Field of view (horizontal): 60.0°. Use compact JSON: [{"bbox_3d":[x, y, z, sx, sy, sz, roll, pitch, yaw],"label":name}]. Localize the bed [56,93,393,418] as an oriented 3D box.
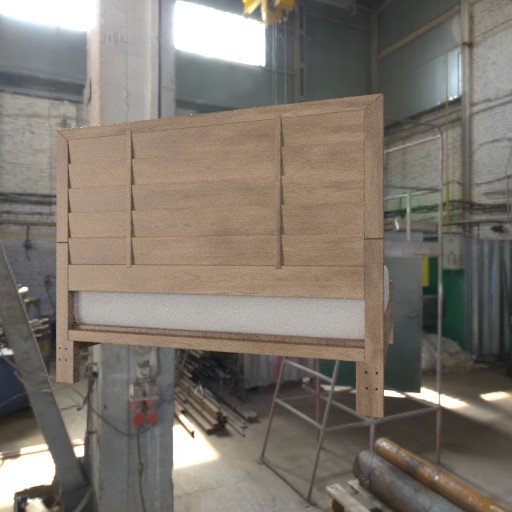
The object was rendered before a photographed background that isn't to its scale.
[{"bbox_3d":[0.000,0.000,3.512,2.032,1.626,2.062,0,0,18],"label":"bed"}]
